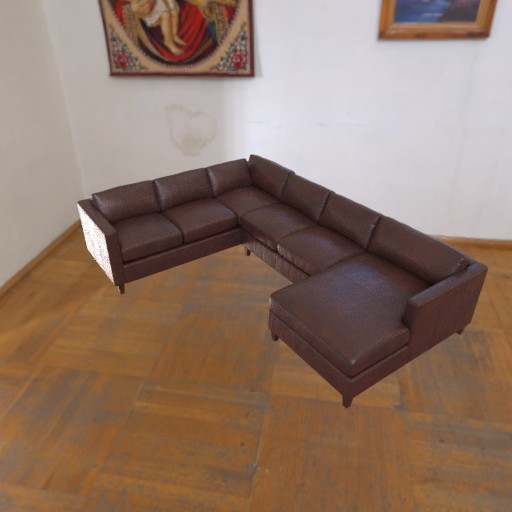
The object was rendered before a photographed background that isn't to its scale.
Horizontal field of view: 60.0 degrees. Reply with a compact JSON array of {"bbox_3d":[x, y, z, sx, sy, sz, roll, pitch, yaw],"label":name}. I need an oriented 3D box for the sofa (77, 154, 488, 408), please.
[{"bbox_3d":[0.000,0.000,4.416,2.452,0.891,3.324,-20,37,-29],"label":"sofa"}]
